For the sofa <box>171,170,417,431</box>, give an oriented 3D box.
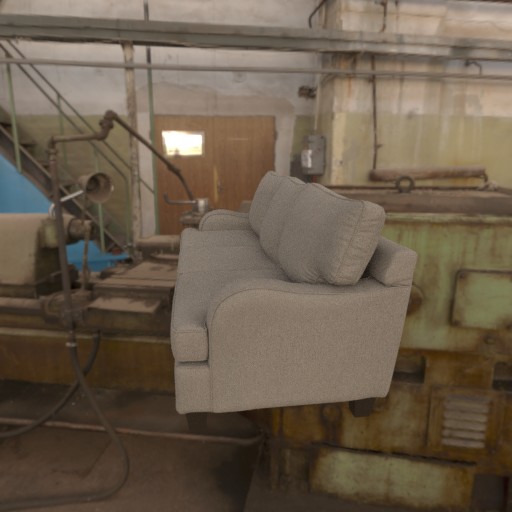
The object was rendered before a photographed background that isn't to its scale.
[{"bbox_3d":[0.000,0.000,2.889,1.016,0.991,2.323,-2,14,-8],"label":"sofa"}]
